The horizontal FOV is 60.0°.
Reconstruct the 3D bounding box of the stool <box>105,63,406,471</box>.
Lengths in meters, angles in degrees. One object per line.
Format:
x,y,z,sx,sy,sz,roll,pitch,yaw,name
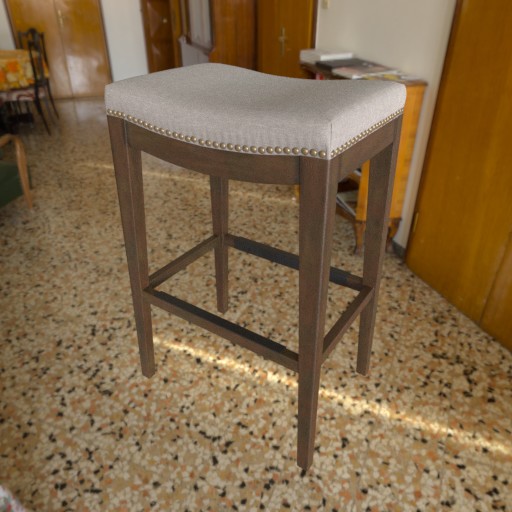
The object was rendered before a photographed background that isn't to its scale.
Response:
0.000,0.000,1.016,0.508,0.762,0.356,19,36,28,stool
